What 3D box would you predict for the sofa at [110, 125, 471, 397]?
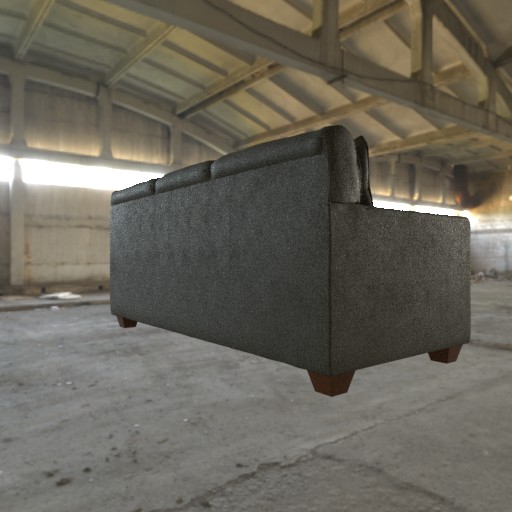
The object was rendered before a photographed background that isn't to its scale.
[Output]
[{"bbox_3d":[0.000,0.000,2.520,0.997,0.958,2.024,0,0,-38],"label":"sofa"}]
